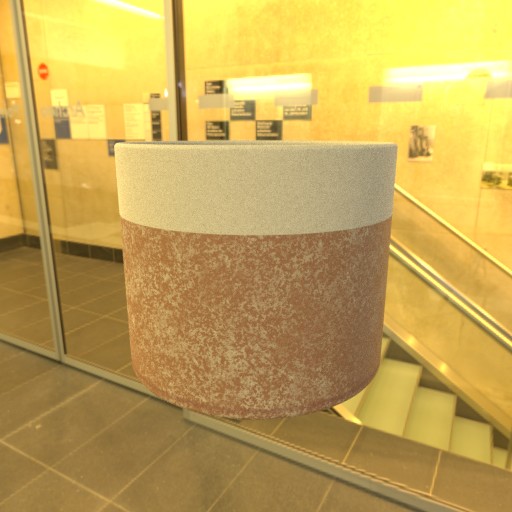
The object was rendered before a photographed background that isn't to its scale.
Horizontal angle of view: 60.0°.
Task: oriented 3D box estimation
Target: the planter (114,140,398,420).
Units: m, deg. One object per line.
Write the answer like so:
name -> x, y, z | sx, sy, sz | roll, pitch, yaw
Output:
planter -> 0.000, 0.000, 0.277 | 0.159, 0.138, 0.159 | 0, 15, 0
